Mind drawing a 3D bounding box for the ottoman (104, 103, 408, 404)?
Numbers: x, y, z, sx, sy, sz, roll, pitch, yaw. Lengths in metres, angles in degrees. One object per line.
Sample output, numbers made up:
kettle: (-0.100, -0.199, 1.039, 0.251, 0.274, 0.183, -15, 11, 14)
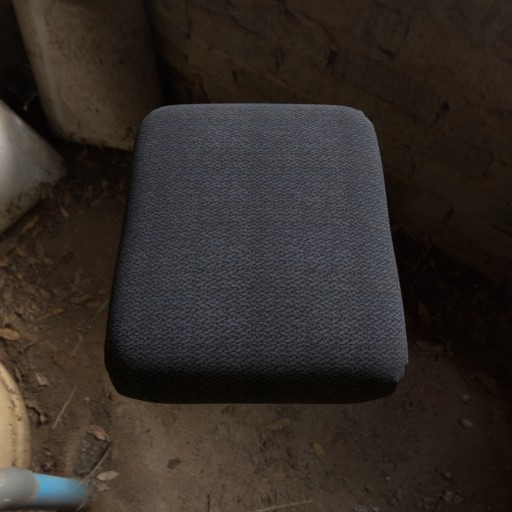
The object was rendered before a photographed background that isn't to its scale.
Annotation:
ottoman: (0.000, 0.000, 1.144, 0.622, 0.450, 0.747, 0, 65, 0)
